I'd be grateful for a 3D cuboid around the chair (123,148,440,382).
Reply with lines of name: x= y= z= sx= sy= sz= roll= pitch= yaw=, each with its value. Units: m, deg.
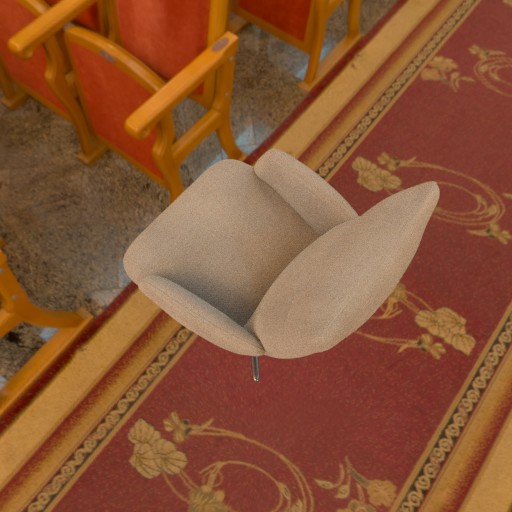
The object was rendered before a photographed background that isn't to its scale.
chair: x=0.000 y=0.000 z=1.592 sx=0.889 sy=1.016 sz=0.711 roll=36 pitch=70 yaw=15
